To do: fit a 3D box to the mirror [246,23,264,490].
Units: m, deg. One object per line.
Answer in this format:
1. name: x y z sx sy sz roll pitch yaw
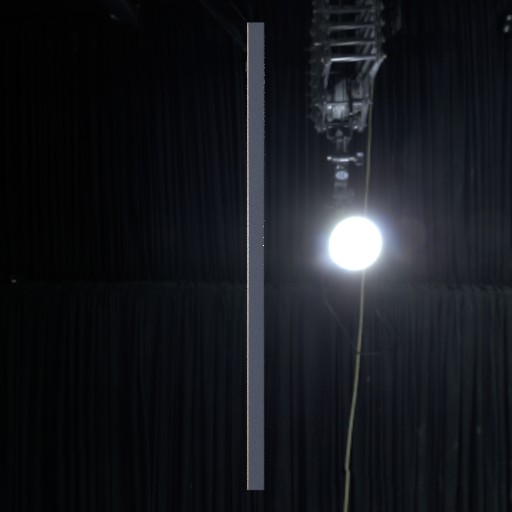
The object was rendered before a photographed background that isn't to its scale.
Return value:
1. mirror: 0.000 0.000 1.344 0.040 1.016 0.762 0 0 0
